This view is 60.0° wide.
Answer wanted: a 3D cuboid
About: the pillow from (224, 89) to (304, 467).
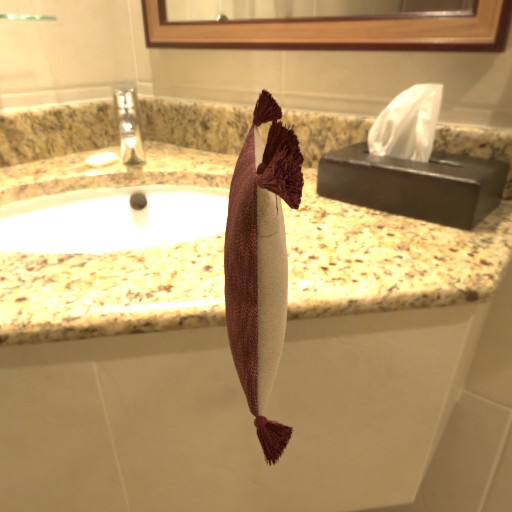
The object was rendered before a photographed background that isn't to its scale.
[{"bbox_3d":[0.000,0.000,0.975,0.138,0.659,0.641,0,26,-1],"label":"pillow"}]
